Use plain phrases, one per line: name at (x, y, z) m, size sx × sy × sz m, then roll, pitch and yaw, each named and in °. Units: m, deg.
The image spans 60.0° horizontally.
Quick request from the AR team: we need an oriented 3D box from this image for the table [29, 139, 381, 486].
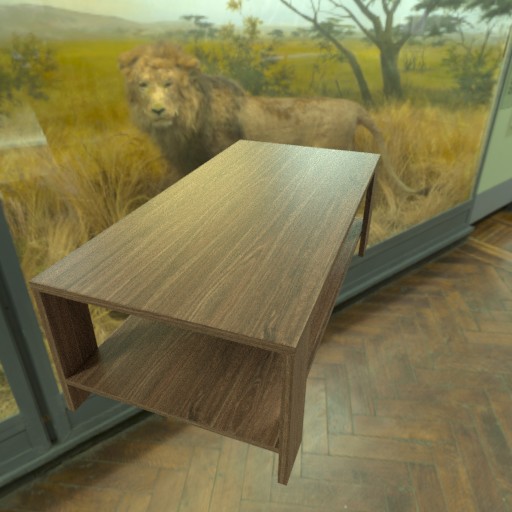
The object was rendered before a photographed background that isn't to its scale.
table at (0.000, 0.000, 1.454) m, size 0.600 × 0.400 × 1.200 m, roll 11°, pitch 32°, yaw 18°
